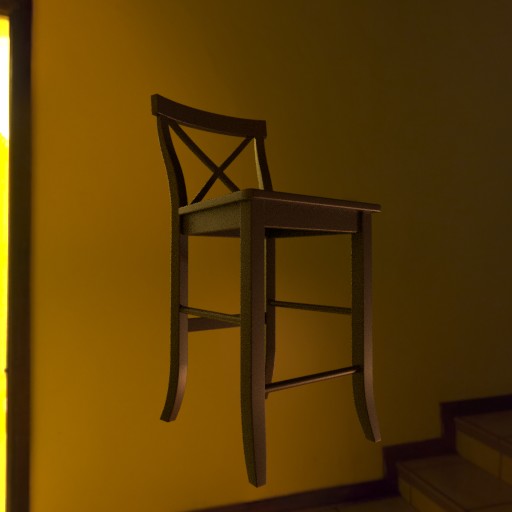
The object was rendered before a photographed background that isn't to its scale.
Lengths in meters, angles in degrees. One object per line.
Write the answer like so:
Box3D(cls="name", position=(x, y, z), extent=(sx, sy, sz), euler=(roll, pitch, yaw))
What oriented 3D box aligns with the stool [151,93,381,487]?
Box3D(cls="stool", position=(0.000, 0.000, 1.290), extent=(0.452, 0.989, 0.559), euler=(1, -1, -37))
